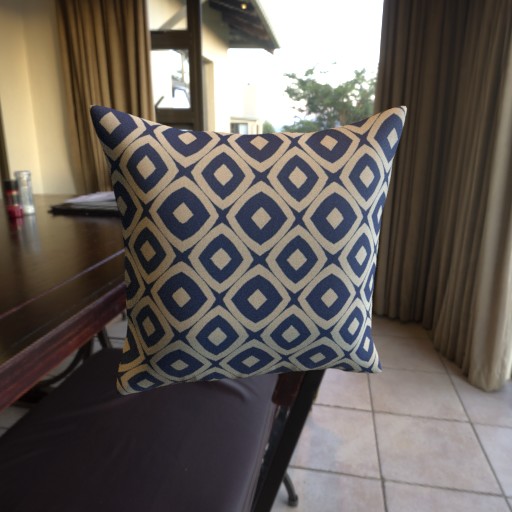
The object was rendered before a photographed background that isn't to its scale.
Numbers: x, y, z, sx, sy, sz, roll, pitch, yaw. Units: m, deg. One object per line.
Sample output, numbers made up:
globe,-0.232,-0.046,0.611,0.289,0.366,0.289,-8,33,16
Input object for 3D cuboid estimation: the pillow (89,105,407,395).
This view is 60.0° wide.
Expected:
pillow,0.000,0.000,0.764,0.504,0.494,0.188,-2,16,-8
